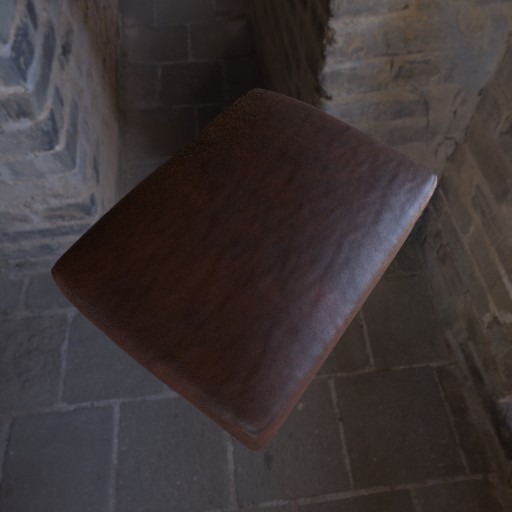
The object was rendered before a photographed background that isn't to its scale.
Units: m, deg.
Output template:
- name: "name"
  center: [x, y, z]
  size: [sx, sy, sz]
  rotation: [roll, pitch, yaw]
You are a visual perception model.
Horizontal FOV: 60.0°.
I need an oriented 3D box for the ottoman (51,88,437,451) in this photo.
- name: "ottoman"
  center: [0.000, 0.000, 1.285]
  size: [0.659, 0.527, 0.887]
  rotation: [32, 64, 18]
